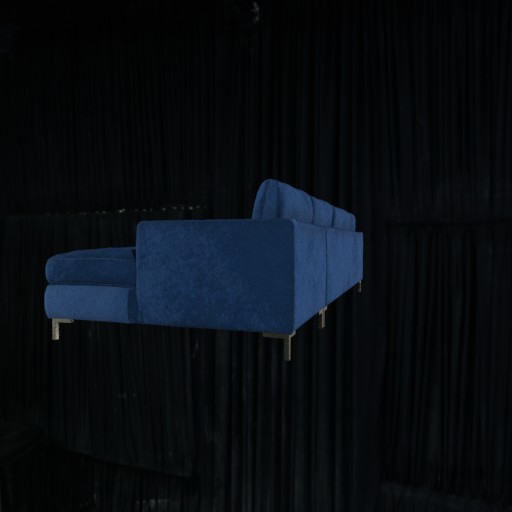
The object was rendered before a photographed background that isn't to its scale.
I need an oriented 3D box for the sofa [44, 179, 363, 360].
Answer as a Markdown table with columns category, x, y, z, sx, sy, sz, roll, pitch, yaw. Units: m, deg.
| category | x | y | z | sx | sy | sz | roll | pitch | yaw |
| --- | --- | --- | --- | --- | --- | --- | --- | --- | --- |
| sofa | 0.000 | 0.000 | 3.456 | 1.350 | 0.810 | 2.932 | 1 | 2 | 19 |
